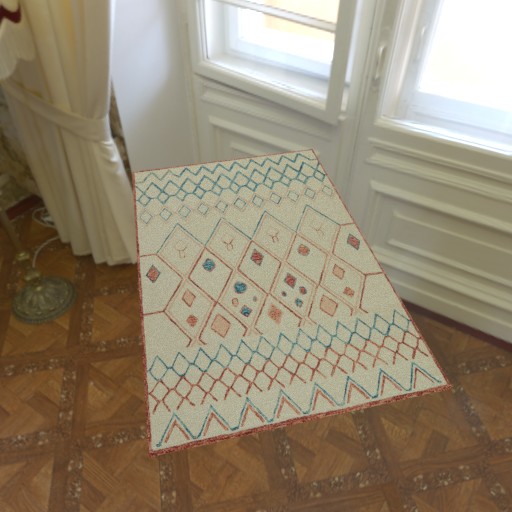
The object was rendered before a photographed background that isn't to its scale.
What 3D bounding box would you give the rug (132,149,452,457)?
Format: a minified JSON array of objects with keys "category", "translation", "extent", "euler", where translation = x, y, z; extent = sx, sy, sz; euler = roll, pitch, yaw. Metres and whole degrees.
[{"category":"rug","translation":[0.000,0.000,2.330],"extent":[1.219,0.016,1.829],"euler":[-9,46,-9]}]
